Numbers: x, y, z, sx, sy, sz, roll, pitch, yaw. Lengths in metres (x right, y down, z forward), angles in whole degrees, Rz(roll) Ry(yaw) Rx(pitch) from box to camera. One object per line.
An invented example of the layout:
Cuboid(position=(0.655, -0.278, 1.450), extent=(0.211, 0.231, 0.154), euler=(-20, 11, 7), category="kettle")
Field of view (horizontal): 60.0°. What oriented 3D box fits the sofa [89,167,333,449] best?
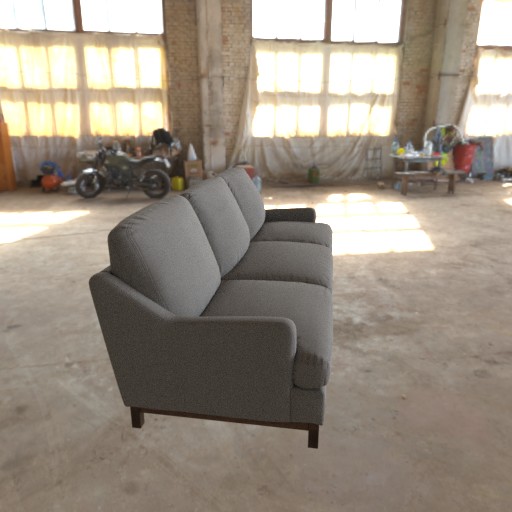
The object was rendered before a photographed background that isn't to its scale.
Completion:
Cuboid(position=(0.000, 0.000, 2.841), extent=(0.987, 0.926, 2.344), euler=(3, 18, 9), category="sofa")
